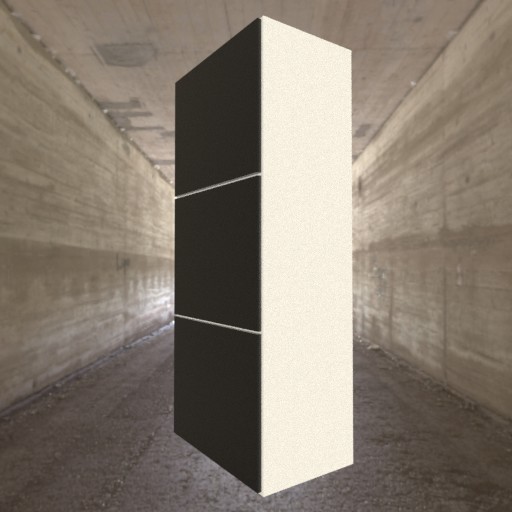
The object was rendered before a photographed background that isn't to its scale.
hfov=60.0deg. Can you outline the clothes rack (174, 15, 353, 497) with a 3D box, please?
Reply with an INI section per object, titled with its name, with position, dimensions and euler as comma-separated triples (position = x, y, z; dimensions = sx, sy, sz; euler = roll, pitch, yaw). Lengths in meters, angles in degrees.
[clothes rack]
position = 0.000, 0.000, 1.385
dimensions = 0.330, 1.187, 0.500
euler = 1, -1, -35
